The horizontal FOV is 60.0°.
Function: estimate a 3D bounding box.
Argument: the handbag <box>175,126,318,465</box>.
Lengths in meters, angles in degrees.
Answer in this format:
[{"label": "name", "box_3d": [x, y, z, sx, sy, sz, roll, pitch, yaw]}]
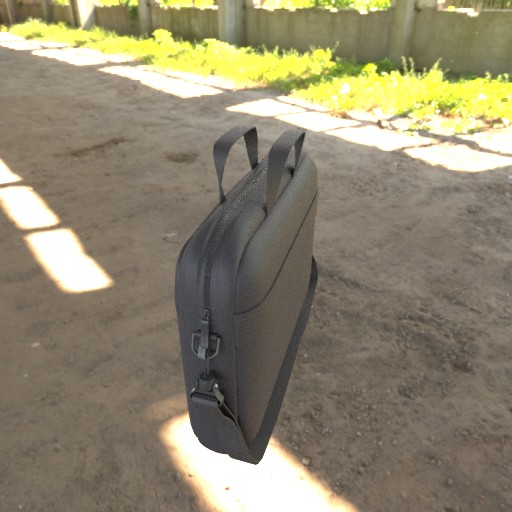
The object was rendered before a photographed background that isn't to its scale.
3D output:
[{"label": "handbag", "box_3d": [0.000, 0.000, 0.589, 0.126, 0.330, 0.429, 9, 32, 14]}]
